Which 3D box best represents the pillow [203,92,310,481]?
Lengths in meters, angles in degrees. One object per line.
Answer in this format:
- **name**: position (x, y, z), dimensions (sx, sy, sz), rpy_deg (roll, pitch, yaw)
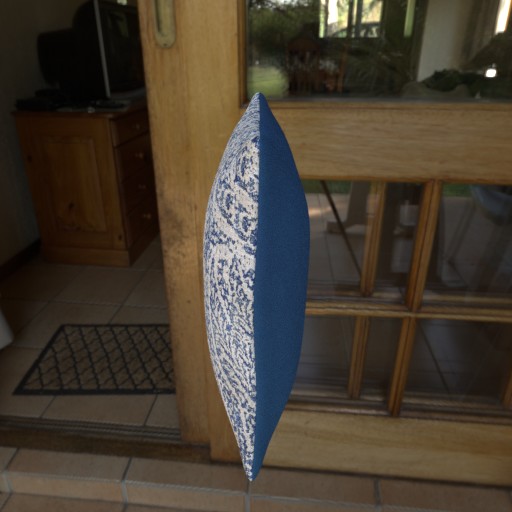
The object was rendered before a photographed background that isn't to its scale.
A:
- **pillow**: position (0.000, 0.000, 0.792), dimensions (0.166, 0.510, 0.523), rpy_deg (0, 25, 0)
